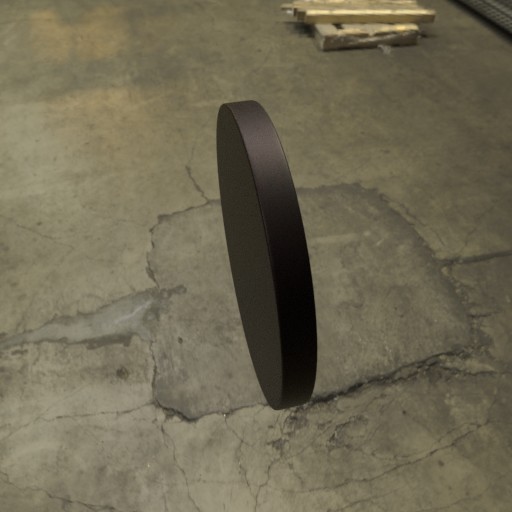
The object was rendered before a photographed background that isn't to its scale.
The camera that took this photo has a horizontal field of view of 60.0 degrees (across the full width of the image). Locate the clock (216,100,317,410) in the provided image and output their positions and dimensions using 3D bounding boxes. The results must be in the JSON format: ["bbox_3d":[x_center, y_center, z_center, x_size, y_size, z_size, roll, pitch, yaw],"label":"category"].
[{"bbox_3d":[0.000,0.000,0.473,0.029,0.314,0.314,-10,49,-9],"label":"clock"}]
